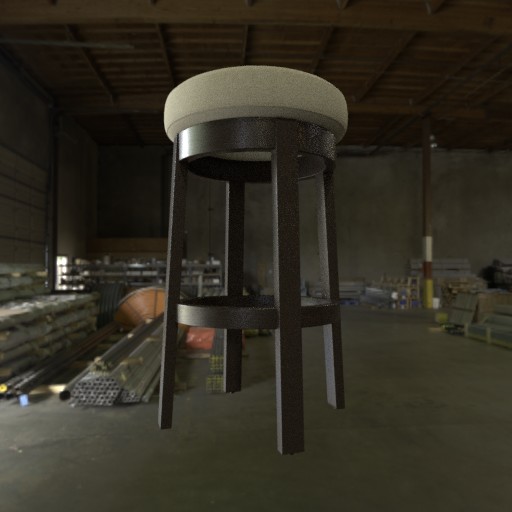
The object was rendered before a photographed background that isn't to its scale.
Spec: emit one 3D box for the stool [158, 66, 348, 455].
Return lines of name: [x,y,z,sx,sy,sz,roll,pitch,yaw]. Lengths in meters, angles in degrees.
stool: [0.000,0.000,1.048,0.446,0.758,0.446,0,-1,0]
